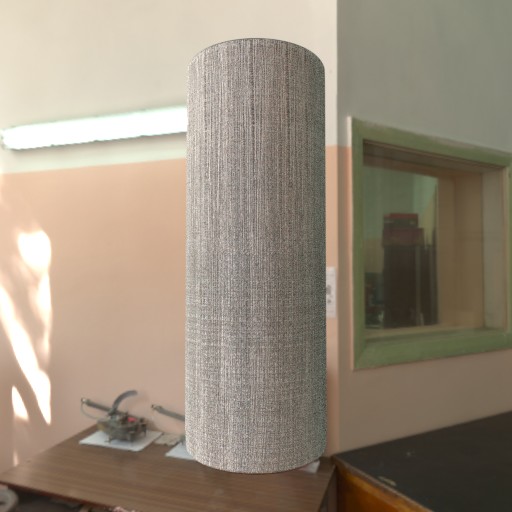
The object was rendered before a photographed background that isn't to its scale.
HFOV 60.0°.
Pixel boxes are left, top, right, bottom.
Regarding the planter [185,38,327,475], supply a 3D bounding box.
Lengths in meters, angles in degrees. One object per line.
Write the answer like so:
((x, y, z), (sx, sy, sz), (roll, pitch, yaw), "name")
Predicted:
((0.000, 0.000, 0.321), (0.100, 0.270, 0.100), (1, -2, -37), "planter")
